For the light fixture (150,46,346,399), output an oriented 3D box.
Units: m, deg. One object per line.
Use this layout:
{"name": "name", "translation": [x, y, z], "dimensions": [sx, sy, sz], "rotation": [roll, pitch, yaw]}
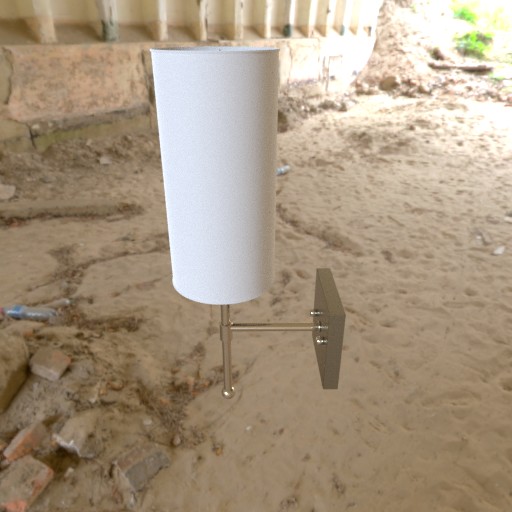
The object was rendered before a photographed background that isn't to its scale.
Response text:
{"name": "light fixture", "translation": [0.000, 0.000, 0.544], "dimensions": [0.208, 0.462, 0.128], "rotation": [0, 27, -1]}
